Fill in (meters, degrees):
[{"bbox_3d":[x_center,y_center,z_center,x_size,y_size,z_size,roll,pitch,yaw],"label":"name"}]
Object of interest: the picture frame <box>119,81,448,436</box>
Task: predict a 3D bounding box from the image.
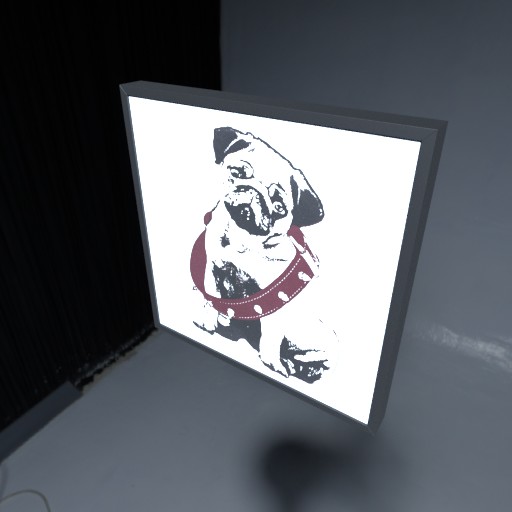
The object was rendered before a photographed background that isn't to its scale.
[{"bbox_3d":[0.000,0.000,0.468,0.317,0.317,0.030,19,35,29],"label":"picture frame"}]
